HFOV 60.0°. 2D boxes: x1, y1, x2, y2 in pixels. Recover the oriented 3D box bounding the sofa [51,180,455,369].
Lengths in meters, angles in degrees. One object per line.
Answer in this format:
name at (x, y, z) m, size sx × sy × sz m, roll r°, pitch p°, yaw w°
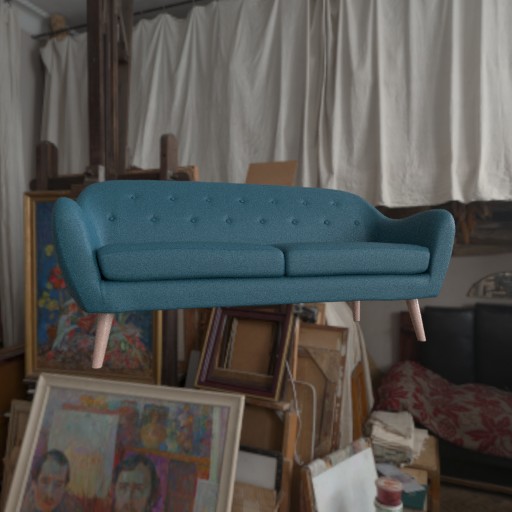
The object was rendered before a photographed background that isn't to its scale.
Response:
sofa at (0.000, 0.000, 2.254) m, size 1.840 × 0.836 × 0.820 m, roll 0°, pitch 1°, yaw -19°
